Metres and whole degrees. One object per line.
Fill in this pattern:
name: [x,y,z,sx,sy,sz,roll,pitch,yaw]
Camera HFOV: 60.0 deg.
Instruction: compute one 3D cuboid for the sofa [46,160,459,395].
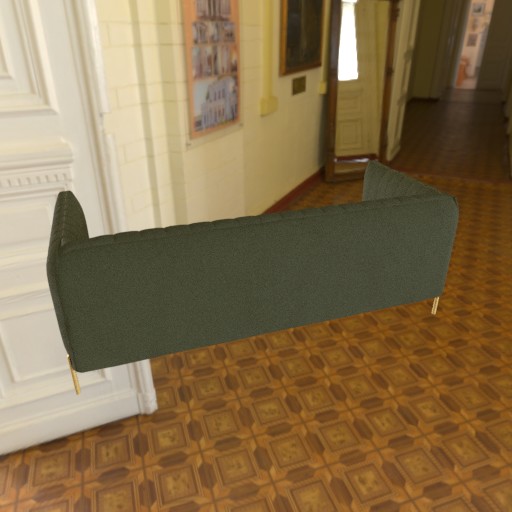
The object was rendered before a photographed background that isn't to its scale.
sofa: [0.000,0.000,2.601,2.137,0.793,0.896,-9,28,-17]
